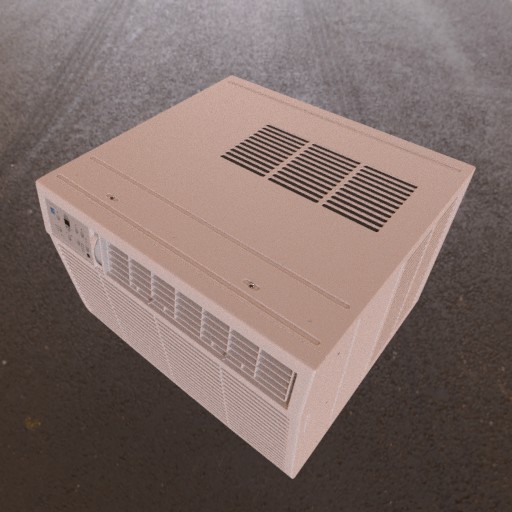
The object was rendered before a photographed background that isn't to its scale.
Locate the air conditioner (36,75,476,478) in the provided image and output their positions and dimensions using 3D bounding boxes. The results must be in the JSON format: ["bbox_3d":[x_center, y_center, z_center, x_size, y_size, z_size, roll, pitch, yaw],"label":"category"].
[{"bbox_3d":[0.000,0.000,1.022,0.645,0.455,0.599,30,54,25],"label":"air conditioner"}]
